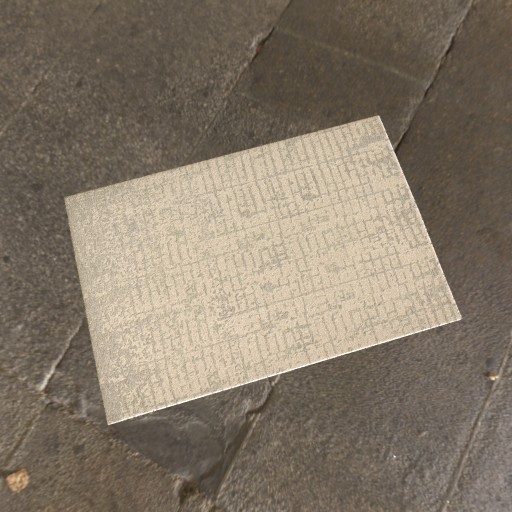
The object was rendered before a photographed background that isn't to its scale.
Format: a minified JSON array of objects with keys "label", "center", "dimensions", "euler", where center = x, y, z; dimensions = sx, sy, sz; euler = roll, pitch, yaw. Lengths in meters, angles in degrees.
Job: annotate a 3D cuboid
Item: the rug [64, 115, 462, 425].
[{"label":"rug","center":[0.000,0.000,2.329],"dimensions":[1.827,0.007,1.211],"euler":[-16,76,-4]}]
